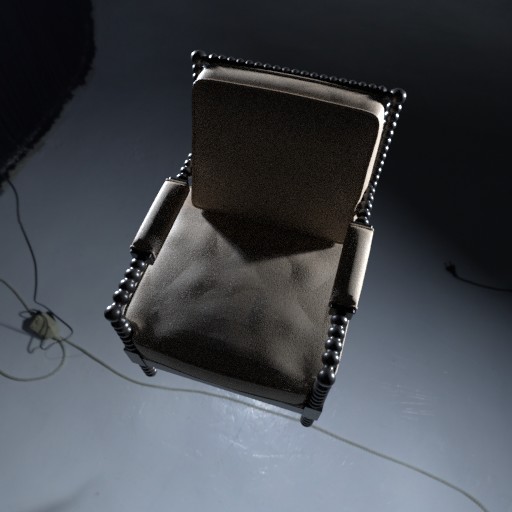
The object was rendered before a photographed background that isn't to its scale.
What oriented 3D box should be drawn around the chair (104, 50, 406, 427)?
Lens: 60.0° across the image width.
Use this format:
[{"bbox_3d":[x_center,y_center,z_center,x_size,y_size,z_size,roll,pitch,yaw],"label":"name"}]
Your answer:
[{"bbox_3d":[0.000,0.000,1.174,0.555,0.703,0.657,15,59,9],"label":"chair"}]
